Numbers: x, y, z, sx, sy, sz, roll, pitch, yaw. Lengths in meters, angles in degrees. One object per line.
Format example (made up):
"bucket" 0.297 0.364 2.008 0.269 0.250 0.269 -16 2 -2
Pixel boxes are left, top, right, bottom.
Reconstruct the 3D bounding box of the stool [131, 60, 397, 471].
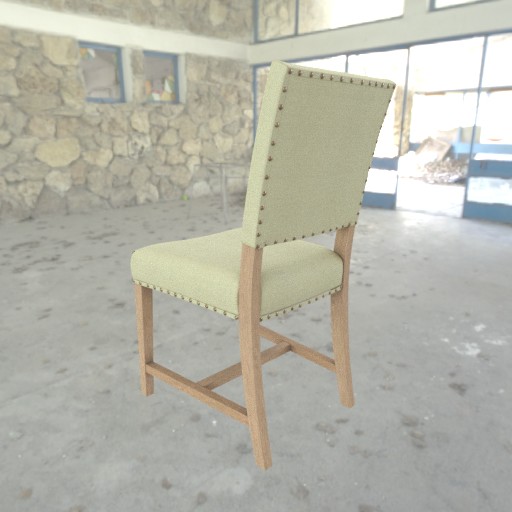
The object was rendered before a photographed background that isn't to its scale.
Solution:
"stool" 0.000 0.000 1.333 0.508 0.986 0.623 -15 21 -43
